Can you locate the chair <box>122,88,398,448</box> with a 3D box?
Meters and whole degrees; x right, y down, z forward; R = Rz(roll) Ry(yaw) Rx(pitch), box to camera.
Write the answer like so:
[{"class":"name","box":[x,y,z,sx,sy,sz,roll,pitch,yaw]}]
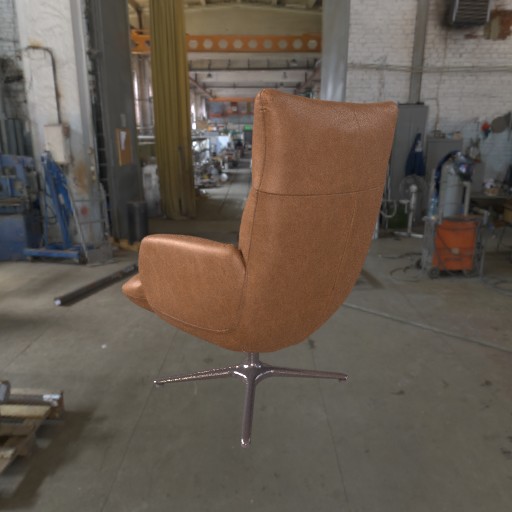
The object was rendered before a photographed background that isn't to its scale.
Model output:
[{"class":"chair","box":[0.000,0.000,1.559,0.794,1.027,0.711,15,21,43]}]
